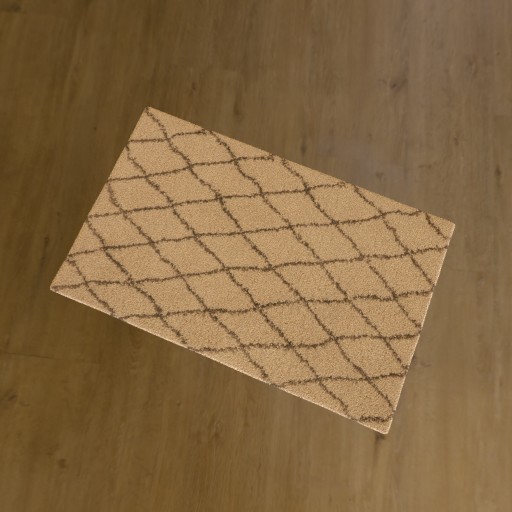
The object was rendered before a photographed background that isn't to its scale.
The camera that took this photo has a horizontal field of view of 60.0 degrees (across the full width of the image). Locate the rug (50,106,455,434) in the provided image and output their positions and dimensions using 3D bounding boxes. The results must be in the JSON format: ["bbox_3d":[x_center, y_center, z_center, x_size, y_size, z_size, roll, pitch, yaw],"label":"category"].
[{"bbox_3d":[0.000,0.000,3.094,2.438,0.030,1.524,22,77,5],"label":"rug"}]
